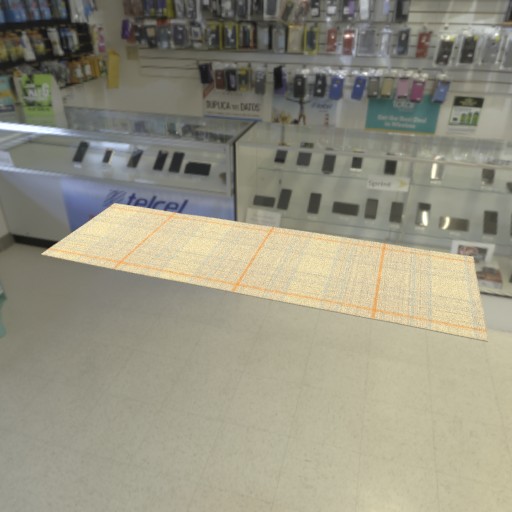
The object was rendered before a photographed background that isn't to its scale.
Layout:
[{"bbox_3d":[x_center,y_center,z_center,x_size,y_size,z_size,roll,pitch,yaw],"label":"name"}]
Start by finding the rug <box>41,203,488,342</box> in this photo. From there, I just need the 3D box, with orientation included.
[{"bbox_3d":[0.000,0.000,2.622,2.442,0.016,0.770,10,32,15],"label":"rug"}]
